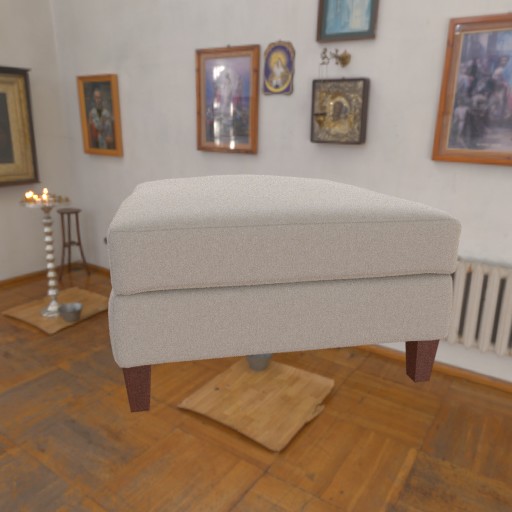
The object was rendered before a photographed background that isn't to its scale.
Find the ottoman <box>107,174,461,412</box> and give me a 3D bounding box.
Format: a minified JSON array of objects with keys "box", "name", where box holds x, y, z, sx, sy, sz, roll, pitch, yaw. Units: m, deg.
[{"box":[0.000,0.000,1.469,0.836,0.492,0.976,-3,15,-10],"name":"ottoman"}]
